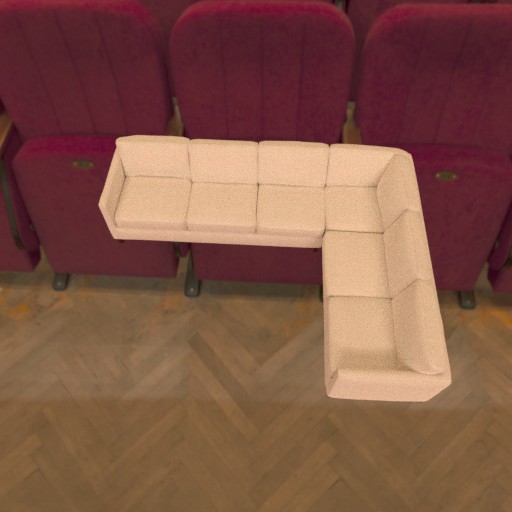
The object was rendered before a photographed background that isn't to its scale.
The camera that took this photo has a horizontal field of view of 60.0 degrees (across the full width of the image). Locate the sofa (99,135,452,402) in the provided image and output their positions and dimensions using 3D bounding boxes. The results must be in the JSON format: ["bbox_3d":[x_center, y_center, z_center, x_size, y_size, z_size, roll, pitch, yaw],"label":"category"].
[{"bbox_3d":[0.000,0.000,4.450,3.302,0.947,2.593,3,58,2],"label":"sofa"}]
